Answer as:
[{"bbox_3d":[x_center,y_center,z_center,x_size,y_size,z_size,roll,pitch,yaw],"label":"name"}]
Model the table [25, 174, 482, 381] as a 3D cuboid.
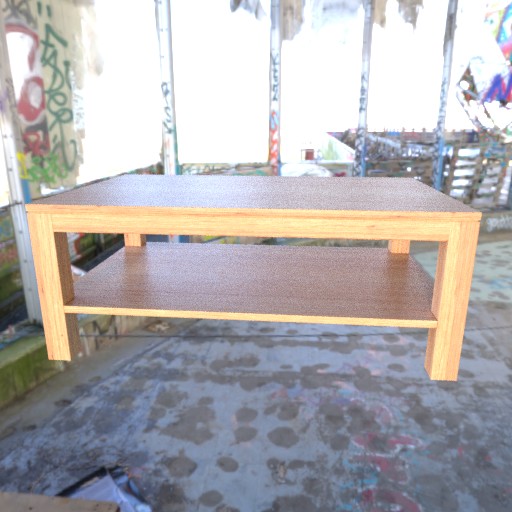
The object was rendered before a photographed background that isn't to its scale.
[{"bbox_3d":[0.000,0.000,1.501,1.146,0.457,0.695,2,17,5],"label":"table"}]
